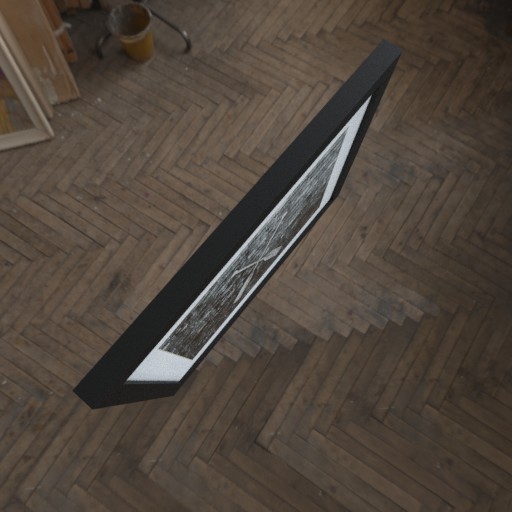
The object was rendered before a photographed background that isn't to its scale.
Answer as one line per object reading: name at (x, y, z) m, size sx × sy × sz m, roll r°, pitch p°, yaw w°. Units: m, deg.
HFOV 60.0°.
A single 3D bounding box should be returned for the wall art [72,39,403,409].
wall art at (0.000, 0.000, 0.727) m, size 0.029 × 0.457 × 0.558 m, roll 38°, pitch 78°, yaw 10°
